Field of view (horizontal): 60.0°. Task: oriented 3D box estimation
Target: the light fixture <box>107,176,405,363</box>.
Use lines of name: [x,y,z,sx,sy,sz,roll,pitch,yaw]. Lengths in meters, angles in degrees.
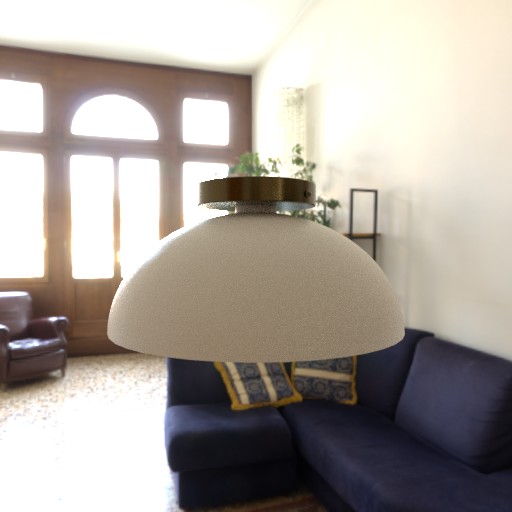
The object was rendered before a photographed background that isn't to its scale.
light fixture: [0.000,0.000,0.556,0.355,0.177,0.355,0,1,0]
